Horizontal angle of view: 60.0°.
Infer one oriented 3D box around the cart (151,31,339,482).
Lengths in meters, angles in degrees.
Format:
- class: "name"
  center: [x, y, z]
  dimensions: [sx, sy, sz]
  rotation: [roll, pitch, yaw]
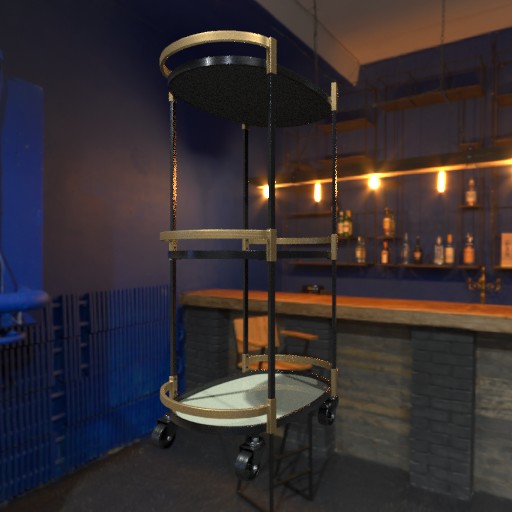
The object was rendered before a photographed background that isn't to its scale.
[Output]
- class: "cart"
  center: [0.000, 0.000, 1.107]
  dimensions: [0.311, 0.885, 0.515]
  rotation: [0, 0, 36]
